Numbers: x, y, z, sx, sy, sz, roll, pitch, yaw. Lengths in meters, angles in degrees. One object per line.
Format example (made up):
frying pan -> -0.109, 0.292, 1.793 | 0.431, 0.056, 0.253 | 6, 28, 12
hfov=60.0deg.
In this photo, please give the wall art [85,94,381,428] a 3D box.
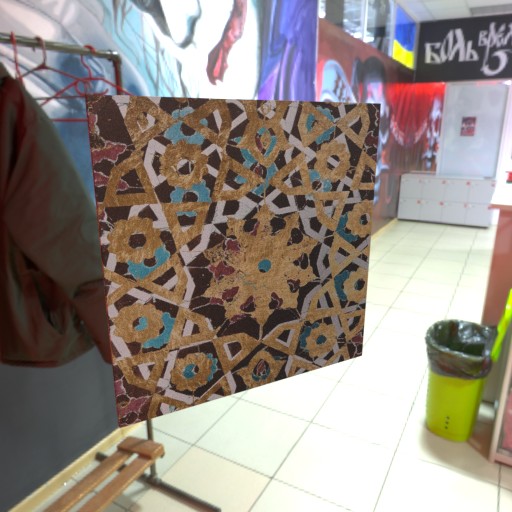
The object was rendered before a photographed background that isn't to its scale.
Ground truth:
wall art -> 0.000, 0.000, 0.611 | 0.404, 0.406, 0.010 | -8, 18, -27
